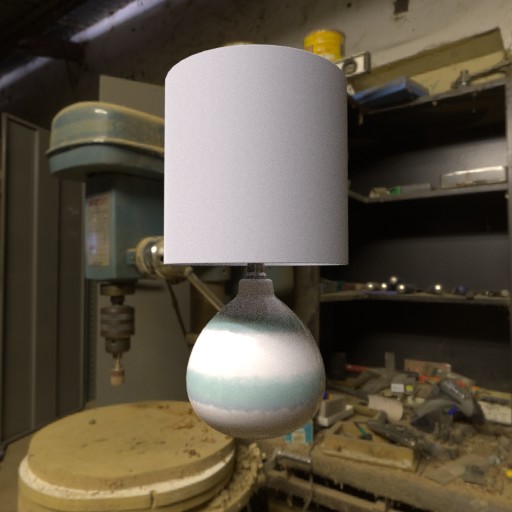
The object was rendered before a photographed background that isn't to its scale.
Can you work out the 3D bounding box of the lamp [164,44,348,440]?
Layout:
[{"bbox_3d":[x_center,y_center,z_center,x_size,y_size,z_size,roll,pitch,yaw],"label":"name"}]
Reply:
[{"bbox_3d":[0.000,0.000,0.531,0.217,0.404,0.217,-1,-2,37],"label":"lamp"}]
